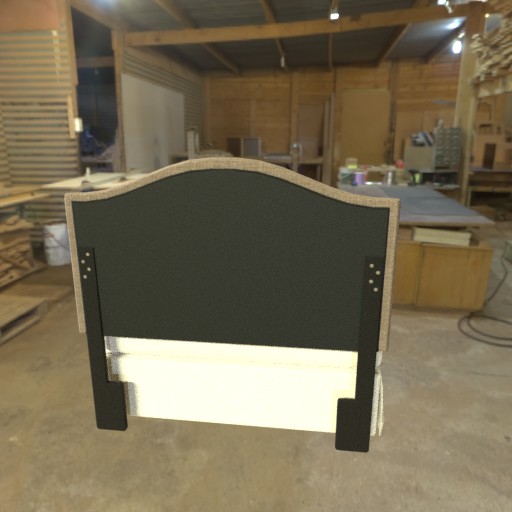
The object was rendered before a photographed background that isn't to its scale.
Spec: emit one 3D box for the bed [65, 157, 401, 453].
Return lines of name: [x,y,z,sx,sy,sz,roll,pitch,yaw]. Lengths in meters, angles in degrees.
bed: [0.000,0.000,3.260,1.713,1.518,2.153,2,16,7]
